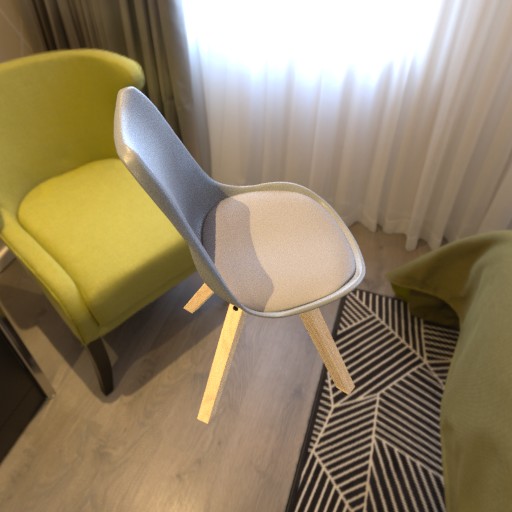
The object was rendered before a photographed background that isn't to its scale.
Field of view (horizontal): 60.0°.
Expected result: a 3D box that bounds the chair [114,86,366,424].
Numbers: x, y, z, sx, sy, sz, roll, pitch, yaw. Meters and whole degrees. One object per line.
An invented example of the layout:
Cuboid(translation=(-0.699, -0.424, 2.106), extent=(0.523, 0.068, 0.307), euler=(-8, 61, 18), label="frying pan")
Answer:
Cuboid(translation=(0.000, 0.000, 1.163), extent=(0.550, 0.850, 0.485), euler=(-9, 46, -9), label="chair")
